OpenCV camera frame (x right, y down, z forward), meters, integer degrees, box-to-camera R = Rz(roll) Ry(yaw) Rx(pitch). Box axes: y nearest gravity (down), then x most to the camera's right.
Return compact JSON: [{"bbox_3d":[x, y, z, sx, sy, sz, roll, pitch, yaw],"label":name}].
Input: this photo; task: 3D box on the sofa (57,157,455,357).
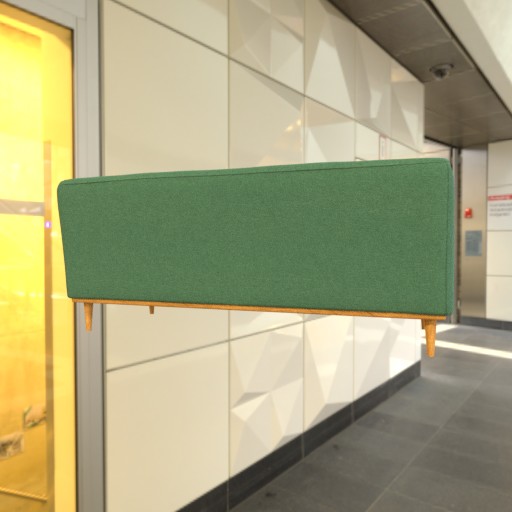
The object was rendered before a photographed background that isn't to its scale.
[{"bbox_3d":[0.000,0.000,2.566,2.057,0.871,0.978,0,1,19],"label":"sofa"}]
